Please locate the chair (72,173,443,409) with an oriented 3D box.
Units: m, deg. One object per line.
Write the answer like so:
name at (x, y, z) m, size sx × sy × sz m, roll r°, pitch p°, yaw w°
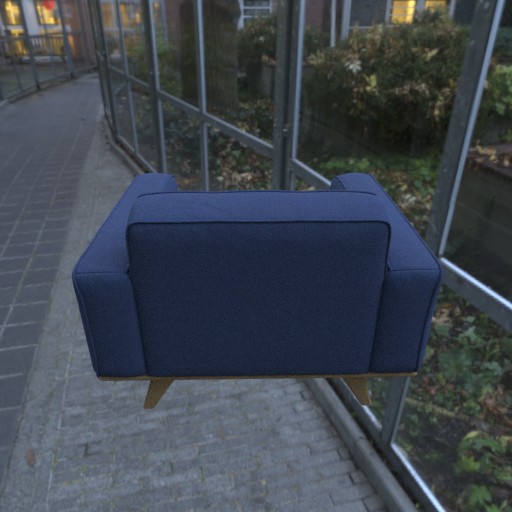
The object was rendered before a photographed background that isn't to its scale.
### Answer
chair at (0.000, 0.000, 1.758) m, size 1.118 × 0.783 × 0.953 m, roll -1°, pitch 29°, yaw -1°
